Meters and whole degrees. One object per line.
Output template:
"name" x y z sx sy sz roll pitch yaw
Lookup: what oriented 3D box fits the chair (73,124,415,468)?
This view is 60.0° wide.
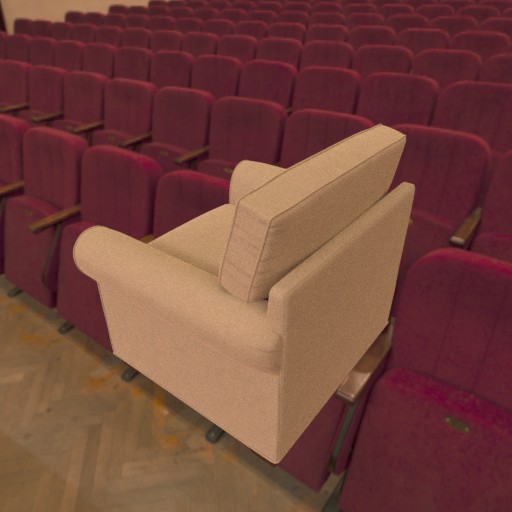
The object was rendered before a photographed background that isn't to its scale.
"chair" 0.000 0.000 1.735 0.863 0.955 1.040 22 38 31
